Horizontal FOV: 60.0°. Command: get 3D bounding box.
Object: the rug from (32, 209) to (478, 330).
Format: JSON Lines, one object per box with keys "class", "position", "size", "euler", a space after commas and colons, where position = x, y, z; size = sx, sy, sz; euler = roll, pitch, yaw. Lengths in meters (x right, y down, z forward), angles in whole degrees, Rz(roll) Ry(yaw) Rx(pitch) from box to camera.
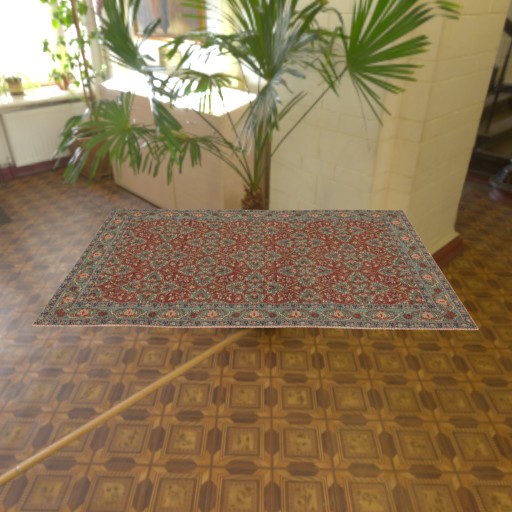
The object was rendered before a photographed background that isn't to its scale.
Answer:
{"class": "rug", "position": [0.000, 0.000, 3.074], "size": [2.439, 0.011, 1.533], "euler": [0, 31, 1]}
